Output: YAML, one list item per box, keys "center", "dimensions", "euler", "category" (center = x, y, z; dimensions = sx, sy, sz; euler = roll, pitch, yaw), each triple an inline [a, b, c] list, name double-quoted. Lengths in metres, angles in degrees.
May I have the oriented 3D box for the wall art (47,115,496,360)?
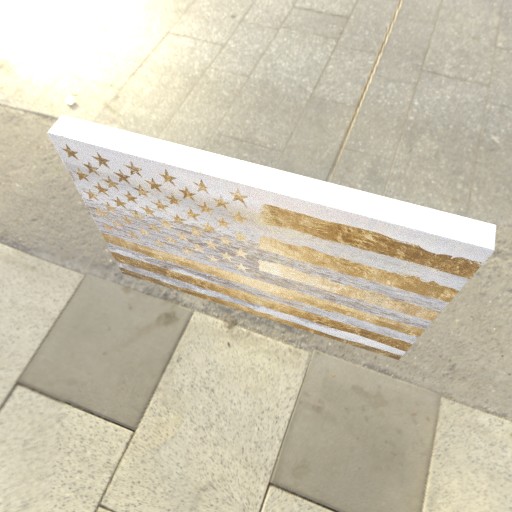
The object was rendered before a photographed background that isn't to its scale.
- center: [0.000, 0.000, 0.755]
  dimensions: [0.606, 0.407, 0.041]
  euler: [16, 60, 10]
  category: "wall art"
